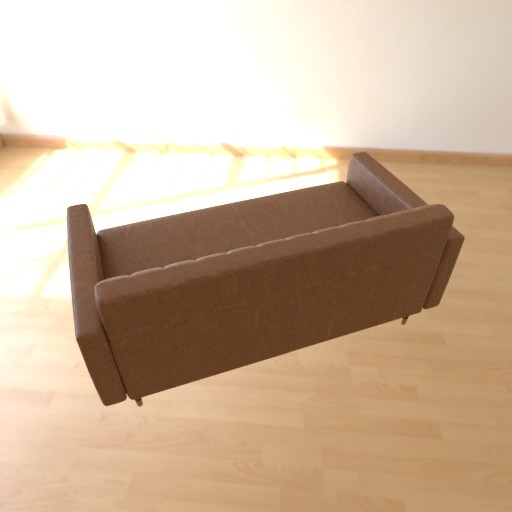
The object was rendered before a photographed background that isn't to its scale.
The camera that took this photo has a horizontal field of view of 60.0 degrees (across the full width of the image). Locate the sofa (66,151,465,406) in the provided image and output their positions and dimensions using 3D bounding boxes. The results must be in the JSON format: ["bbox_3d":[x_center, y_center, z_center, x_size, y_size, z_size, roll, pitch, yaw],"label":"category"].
[{"bbox_3d":[0.000,0.000,2.419,1.847,0.821,0.993,-13,42,-15],"label":"sofa"}]
